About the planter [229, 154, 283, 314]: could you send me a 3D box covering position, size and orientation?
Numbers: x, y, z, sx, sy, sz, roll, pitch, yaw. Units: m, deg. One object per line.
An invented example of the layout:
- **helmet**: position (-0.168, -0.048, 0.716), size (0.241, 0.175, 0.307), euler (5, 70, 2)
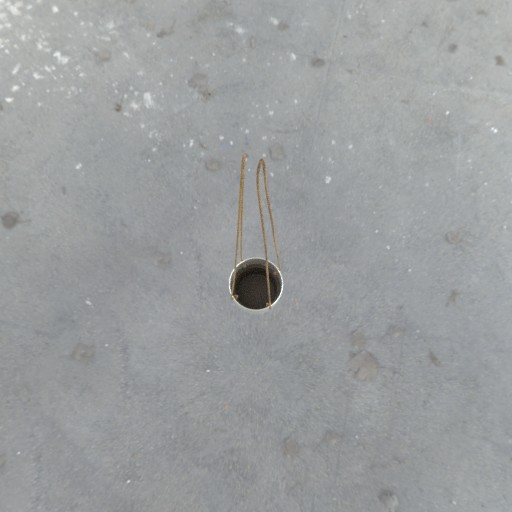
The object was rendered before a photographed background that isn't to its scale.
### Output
- **planter**: position (0.000, 0.000, 1.150), size (0.187, 1.073, 0.187), euler (14, 76, 4)
